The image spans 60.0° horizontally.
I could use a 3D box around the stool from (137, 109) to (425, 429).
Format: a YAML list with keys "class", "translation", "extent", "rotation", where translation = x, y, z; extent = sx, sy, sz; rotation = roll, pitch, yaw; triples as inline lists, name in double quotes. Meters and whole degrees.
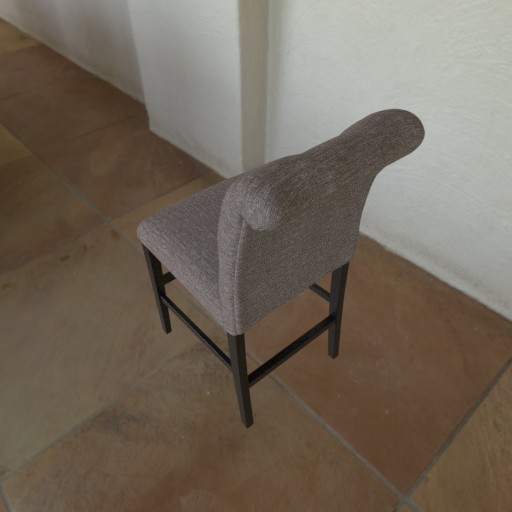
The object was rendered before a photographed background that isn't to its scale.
- class: "stool"
  translation: [0.000, 0.000, 1.300]
  extent: [0.457, 0.970, 0.611]
  rotation: [-30, 52, -27]
